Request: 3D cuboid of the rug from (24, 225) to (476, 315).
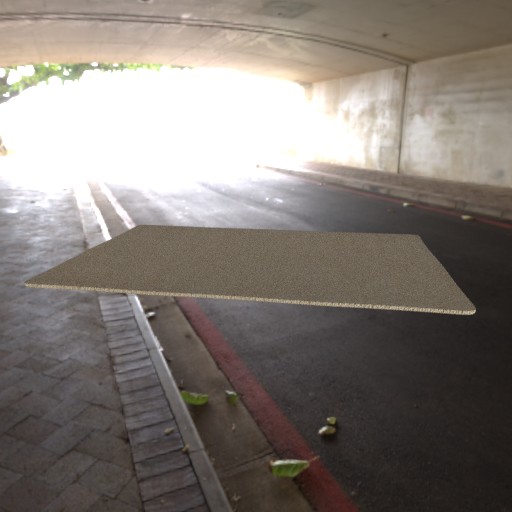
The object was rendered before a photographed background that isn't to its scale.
[{"bbox_3d":[0.000,0.000,3.412,2.698,0.025,1.798,3,16,9],"label":"rug"}]
